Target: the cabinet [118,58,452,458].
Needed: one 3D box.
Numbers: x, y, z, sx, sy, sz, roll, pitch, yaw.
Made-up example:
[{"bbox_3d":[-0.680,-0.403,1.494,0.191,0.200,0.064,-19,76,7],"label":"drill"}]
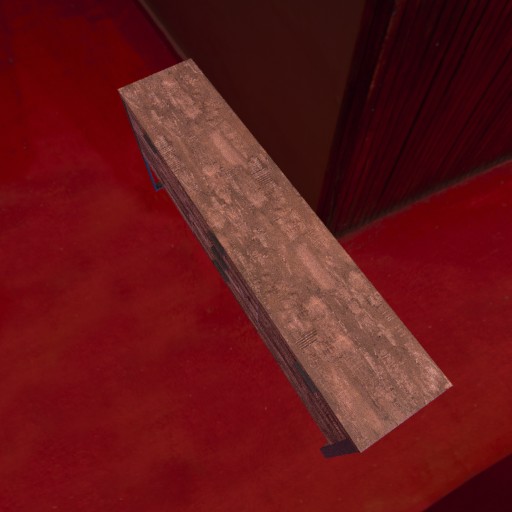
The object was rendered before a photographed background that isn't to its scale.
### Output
[{"bbox_3d":[0.000,0.000,2.085,0.395,0.762,1.800,-29,68,-13],"label":"cabinet"}]
